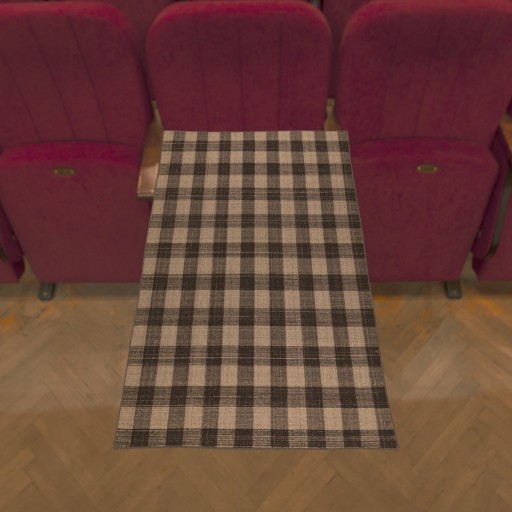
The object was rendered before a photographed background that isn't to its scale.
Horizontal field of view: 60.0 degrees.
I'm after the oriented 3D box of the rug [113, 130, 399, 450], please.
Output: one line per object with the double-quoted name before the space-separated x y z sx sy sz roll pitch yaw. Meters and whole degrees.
"rug" 0.000 0.000 3.054 1.554 0.011 2.476 0 58 0
